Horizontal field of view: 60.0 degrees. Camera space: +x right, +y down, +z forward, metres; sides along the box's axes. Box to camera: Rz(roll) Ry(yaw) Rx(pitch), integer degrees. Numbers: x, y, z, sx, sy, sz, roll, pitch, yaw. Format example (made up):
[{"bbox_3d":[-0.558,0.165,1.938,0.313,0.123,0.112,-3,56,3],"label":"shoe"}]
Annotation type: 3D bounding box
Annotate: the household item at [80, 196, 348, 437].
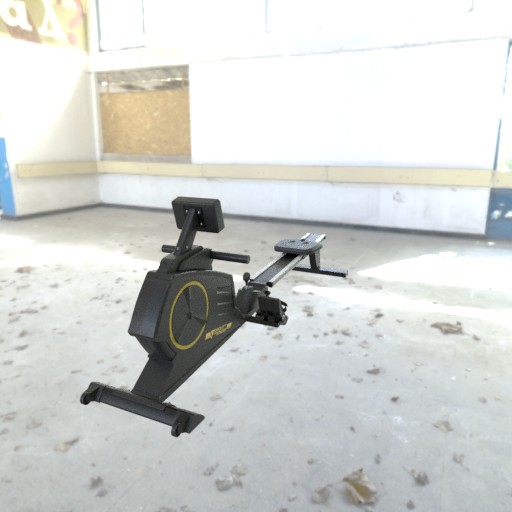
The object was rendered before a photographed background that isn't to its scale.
[{"bbox_3d":[0.000,0.000,2.563,0.521,0.810,2.251,7,17,25],"label":"household item"}]
